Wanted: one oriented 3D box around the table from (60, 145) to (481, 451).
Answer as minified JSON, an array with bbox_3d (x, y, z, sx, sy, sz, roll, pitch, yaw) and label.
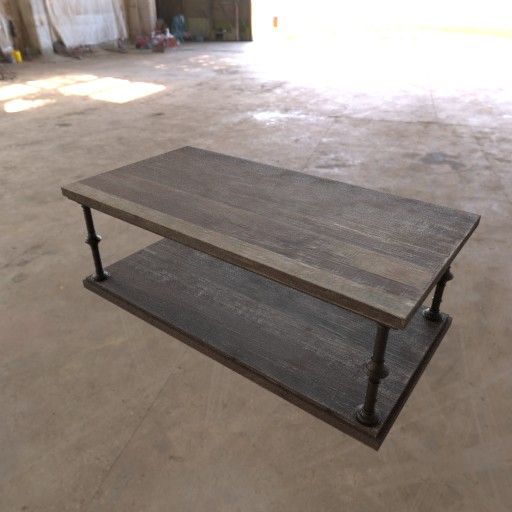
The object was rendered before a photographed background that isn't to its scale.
[{"bbox_3d":[0.000,0.000,1.366,1.088,0.373,0.554,21,36,31],"label":"table"}]
